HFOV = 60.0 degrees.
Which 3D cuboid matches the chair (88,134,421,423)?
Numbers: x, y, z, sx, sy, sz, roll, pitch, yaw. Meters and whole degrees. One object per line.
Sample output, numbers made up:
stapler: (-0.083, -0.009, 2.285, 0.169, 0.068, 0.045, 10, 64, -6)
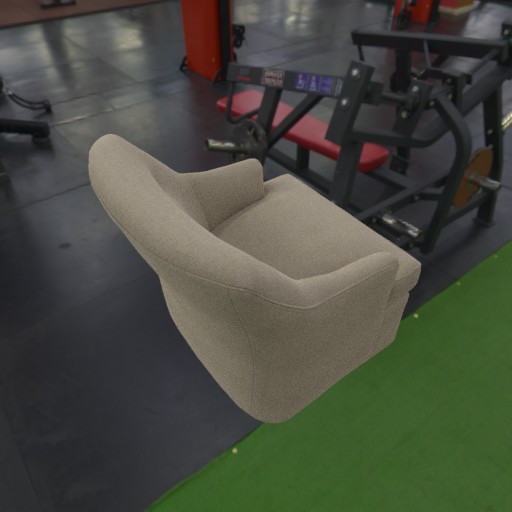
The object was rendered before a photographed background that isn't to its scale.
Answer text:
chair: (0.000, 0.000, 1.588, 0.923, 0.856, 0.864, -25, 47, -26)
